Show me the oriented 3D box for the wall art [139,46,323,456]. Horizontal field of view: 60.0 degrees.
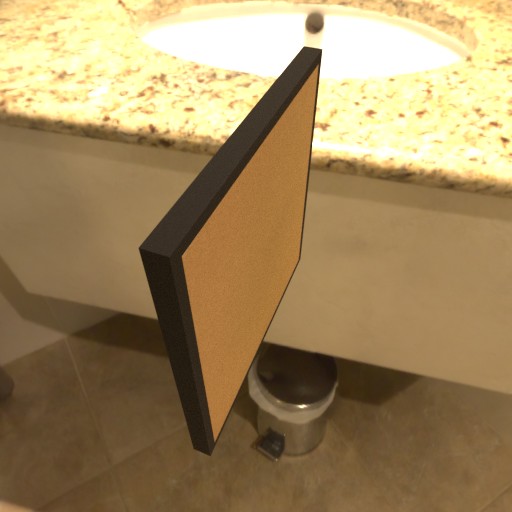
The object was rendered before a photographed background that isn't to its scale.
[{"bbox_3d":[0.000,0.000,0.756,0.033,0.507,0.508,16,49,15],"label":"wall art"}]
